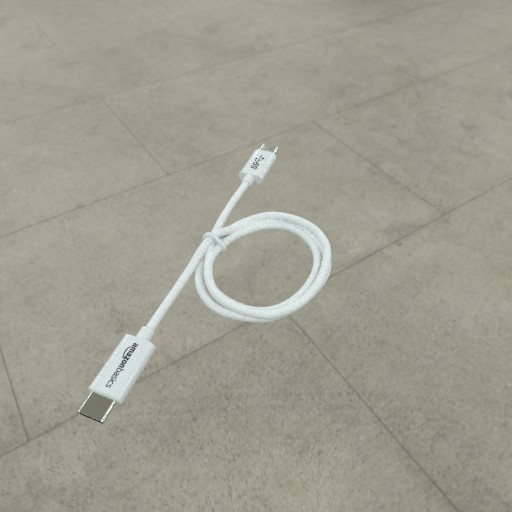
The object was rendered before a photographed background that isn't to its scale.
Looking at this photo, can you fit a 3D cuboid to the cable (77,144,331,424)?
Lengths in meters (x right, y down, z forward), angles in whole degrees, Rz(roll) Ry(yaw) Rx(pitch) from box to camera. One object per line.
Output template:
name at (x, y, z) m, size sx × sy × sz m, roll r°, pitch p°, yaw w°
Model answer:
cable at (0.000, 0.000, 0.209) m, size 0.070 × 0.014 × 0.186 m, roll 16°, pitch 49°, yaw 14°
